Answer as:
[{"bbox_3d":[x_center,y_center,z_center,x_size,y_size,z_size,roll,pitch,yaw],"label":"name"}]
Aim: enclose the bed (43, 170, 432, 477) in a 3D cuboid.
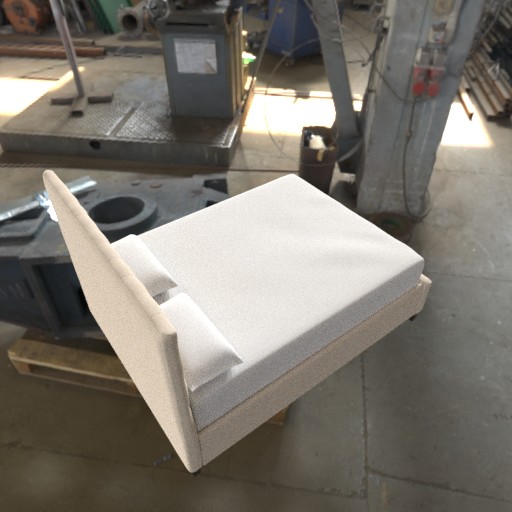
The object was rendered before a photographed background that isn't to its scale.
[{"bbox_3d":[0.000,0.000,3.305,2.233,1.426,1.696,-26,48,-27],"label":"bed"}]
